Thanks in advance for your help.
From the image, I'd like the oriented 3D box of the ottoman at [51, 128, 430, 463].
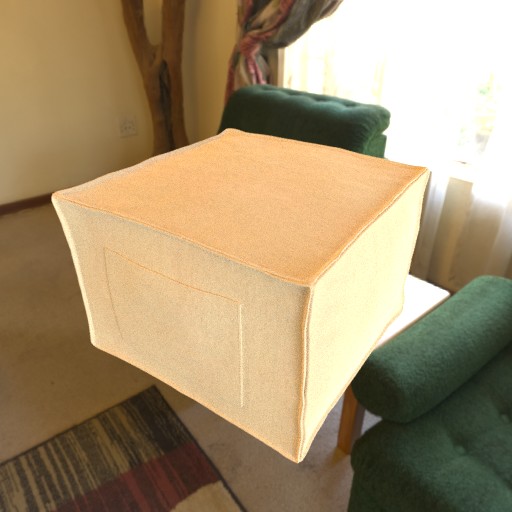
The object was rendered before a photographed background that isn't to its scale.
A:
[{"bbox_3d":[0.000,0.000,1.194,0.707,0.470,0.696,19,35,28],"label":"ottoman"}]
